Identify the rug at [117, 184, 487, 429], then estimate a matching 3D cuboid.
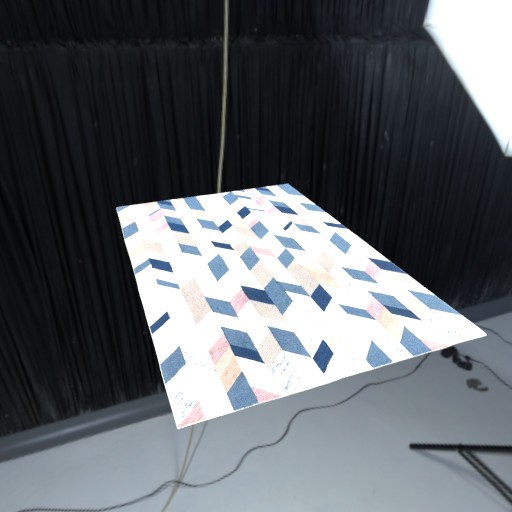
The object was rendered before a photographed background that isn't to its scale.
[{"bbox_3d":[0.000,0.000,2.244,1.202,0.006,1.813,-11,31,-18],"label":"rug"}]
